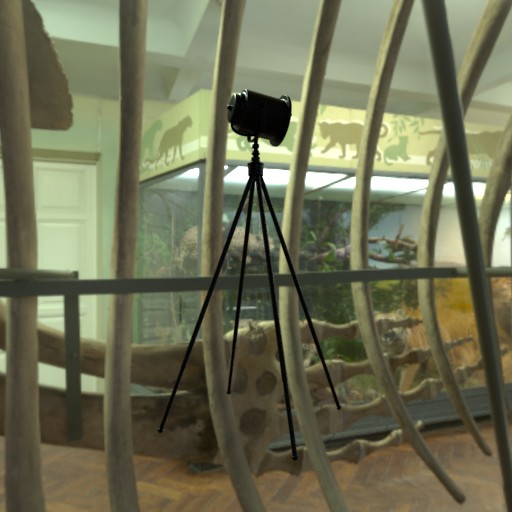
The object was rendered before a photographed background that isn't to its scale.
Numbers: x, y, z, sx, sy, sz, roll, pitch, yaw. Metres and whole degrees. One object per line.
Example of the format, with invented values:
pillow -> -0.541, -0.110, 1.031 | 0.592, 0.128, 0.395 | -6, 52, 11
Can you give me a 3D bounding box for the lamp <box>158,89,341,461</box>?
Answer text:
lamp -> 0.000, 0.000, 2.030 | 0.884, 1.504, 0.879 | 0, -1, -20
